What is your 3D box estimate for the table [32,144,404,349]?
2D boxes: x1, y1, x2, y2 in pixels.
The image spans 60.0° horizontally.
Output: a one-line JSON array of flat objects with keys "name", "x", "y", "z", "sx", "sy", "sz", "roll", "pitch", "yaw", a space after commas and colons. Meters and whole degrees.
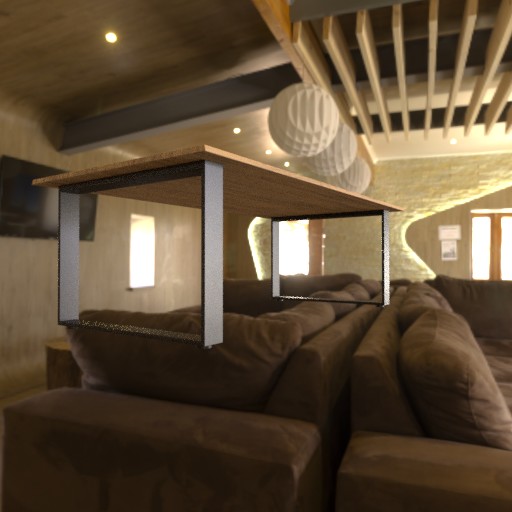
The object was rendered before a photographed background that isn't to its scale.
[{"name": "table", "x": 0.000, "y": 0.000, "z": 1.658, "sx": 0.693, "sy": 0.445, "sz": 1.331, "roll": -1, "pitch": -1, "yaw": 36}]
